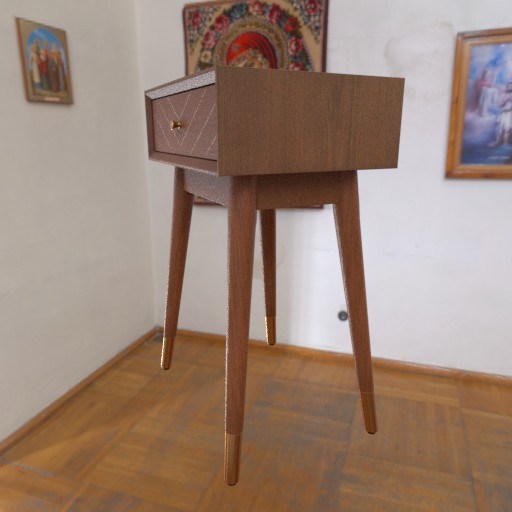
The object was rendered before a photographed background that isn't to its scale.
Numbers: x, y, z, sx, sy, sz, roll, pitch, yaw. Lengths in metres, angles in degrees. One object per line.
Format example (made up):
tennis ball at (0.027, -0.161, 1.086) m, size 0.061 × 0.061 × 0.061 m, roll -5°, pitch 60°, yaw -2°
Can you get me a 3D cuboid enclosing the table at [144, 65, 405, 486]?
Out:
table at (0.000, 0.000, 0.829) m, size 0.300 × 0.599 × 0.406 m, roll -8°, pitch 17°, yaw -25°
